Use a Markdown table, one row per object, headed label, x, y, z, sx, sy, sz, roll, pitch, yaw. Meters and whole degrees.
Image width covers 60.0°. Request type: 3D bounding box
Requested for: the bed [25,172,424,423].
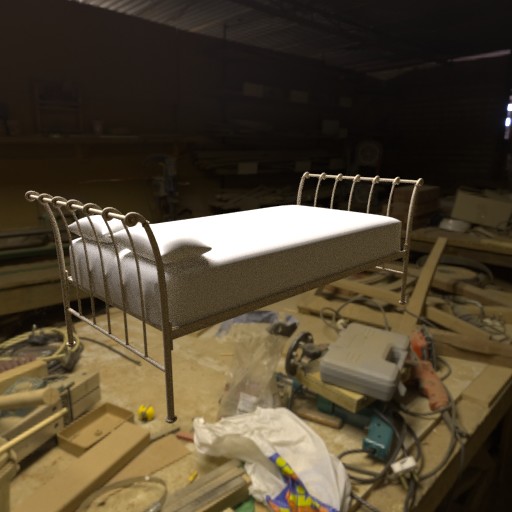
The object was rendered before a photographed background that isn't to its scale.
| label | x | y | z | sx | sy | sz | roll | pitch | yaw |
| --- | --- | --- | --- | --- | --- | --- | --- | --- | --- |
| bed | 0.000 | 0.000 | 2.705 | 2.228 | 0.873 | 1.032 | -14 | 20 | -43 |
